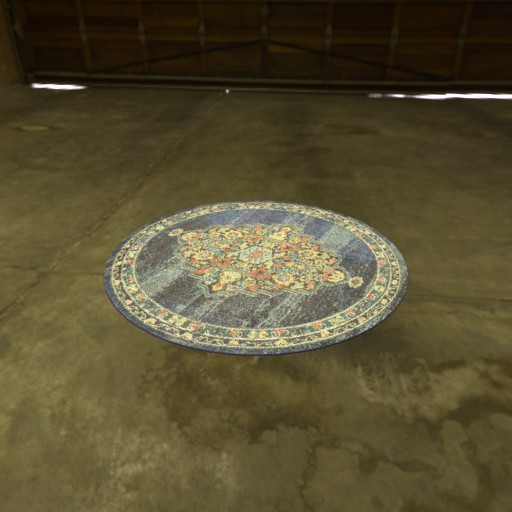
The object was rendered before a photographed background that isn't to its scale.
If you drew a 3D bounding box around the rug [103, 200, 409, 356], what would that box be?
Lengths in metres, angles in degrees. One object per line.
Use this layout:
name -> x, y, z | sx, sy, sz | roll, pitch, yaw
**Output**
rug -> 0.000, 0.000, 2.412 | 1.591, 0.010, 1.591 | 0, 29, 0
